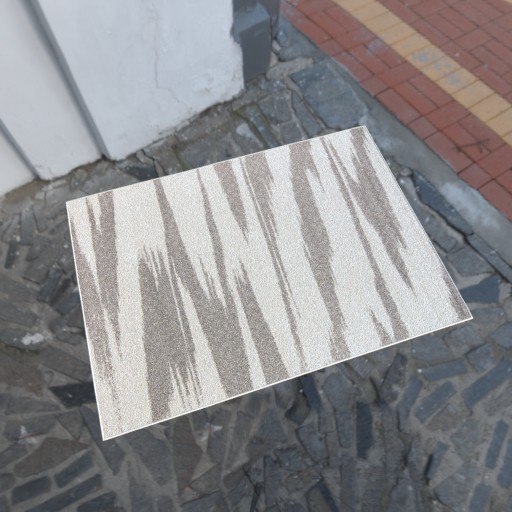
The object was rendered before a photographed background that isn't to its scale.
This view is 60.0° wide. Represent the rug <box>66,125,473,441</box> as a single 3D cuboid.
[{"bbox_3d":[0.000,0.000,2.730,2.142,0.010,1.533,-16,65,-8],"label":"rug"}]
